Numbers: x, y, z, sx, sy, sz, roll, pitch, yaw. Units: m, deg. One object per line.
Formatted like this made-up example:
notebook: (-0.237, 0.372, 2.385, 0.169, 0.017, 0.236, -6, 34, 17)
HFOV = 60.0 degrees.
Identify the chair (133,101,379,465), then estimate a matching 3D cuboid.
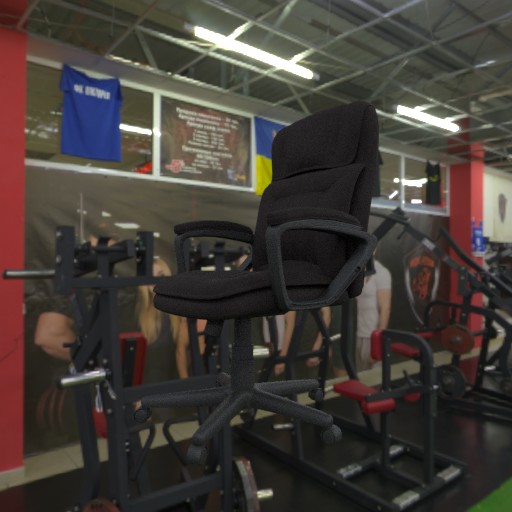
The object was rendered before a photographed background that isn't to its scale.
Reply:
chair: (0.000, 0.000, 1.521, 0.724, 1.105, 0.667, 0, 0, -36)
